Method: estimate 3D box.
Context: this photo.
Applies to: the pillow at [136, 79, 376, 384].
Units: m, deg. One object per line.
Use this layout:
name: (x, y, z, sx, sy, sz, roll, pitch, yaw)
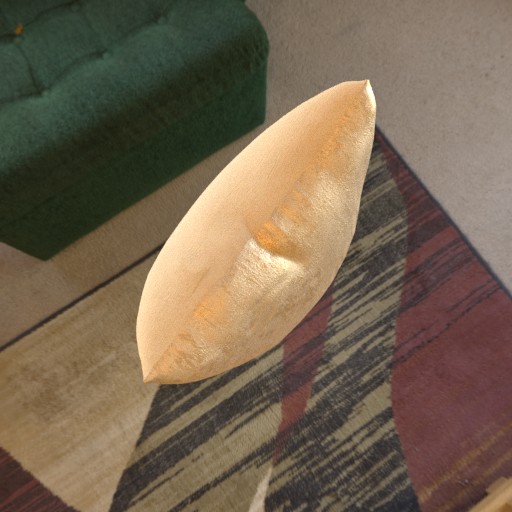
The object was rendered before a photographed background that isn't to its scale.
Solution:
pillow: (0.000, 0.000, 0.719, 0.245, 0.448, 0.450, 37, 80, 8)
